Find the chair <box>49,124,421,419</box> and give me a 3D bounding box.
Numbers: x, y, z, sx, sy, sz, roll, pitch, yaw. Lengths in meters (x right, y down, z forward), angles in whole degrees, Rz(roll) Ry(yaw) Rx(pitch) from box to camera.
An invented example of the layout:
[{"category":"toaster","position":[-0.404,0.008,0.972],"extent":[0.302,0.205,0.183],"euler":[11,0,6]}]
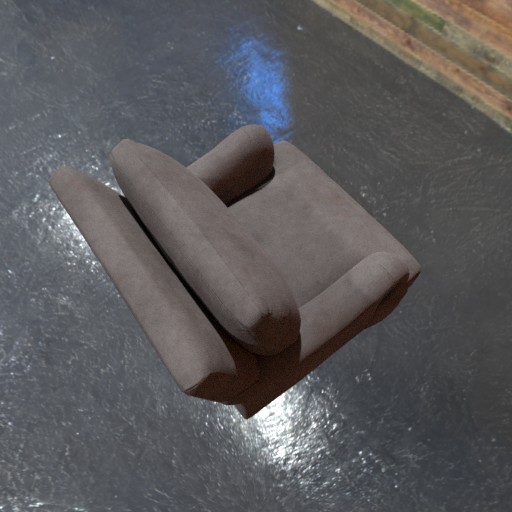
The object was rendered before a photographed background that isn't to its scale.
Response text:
[{"category":"chair","position":[0.000,0.000,1.801],"extent":[1.070,0.997,0.955],"euler":[-32,64,-18]}]
